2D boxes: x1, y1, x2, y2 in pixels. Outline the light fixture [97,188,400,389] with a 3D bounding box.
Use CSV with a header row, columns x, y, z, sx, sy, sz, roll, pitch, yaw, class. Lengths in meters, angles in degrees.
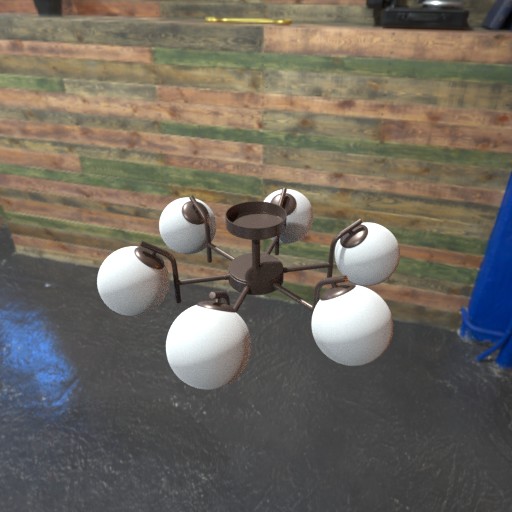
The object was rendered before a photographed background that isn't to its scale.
x,y,z,sx,sy,sz,roll,pitch,yaw,class
0.000,0.000,0.953,0.662,0.201,0.662,0,31,0,light fixture
